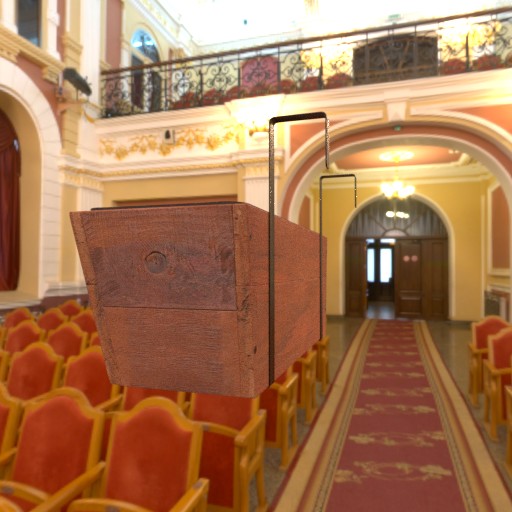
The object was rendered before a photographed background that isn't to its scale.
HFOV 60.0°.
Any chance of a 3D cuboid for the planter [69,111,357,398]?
[{"bbox_3d":[0.000,0.000,0.655,0.262,0.289,0.480,0,-2,18],"label":"planter"}]
